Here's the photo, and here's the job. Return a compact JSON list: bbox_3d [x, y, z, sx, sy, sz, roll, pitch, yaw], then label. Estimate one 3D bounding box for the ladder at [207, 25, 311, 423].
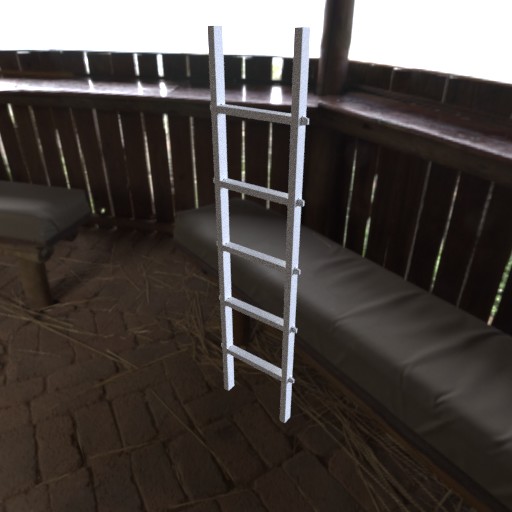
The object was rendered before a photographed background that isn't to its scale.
[{"bbox_3d":[0.000,0.000,1.952,0.452,1.797,0.051,20,34,31],"label":"ladder"}]
